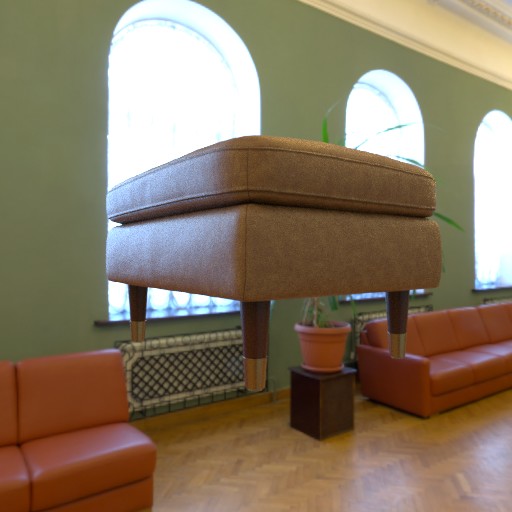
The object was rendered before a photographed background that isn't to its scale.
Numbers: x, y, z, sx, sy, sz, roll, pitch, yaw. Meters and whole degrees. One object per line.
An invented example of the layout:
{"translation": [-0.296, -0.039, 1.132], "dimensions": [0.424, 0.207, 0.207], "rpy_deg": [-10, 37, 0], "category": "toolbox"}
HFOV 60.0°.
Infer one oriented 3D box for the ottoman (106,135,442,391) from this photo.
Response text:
{"translation": [0.000, 0.000, 1.147], "dimensions": [0.593, 0.478, 0.747], "rpy_deg": [0, 0, -37], "category": "ottoman"}
